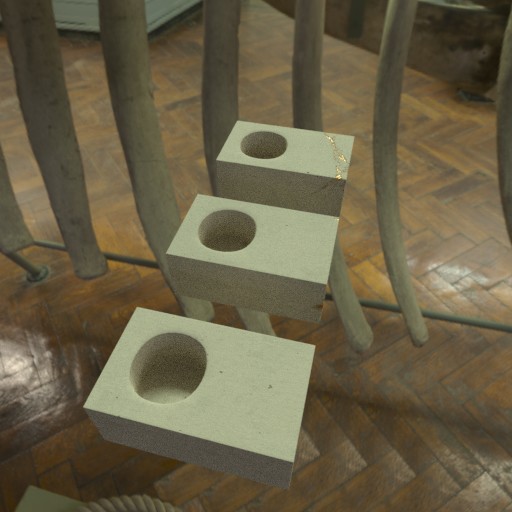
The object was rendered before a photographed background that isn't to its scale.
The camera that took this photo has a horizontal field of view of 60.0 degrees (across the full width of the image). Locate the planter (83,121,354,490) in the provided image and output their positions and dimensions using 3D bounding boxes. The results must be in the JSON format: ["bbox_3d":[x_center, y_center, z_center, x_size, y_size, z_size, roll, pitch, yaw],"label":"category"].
[{"bbox_3d":[0.000,0.000,0.380,0.127,0.051,0.333,11,48,10],"label":"planter"}]
